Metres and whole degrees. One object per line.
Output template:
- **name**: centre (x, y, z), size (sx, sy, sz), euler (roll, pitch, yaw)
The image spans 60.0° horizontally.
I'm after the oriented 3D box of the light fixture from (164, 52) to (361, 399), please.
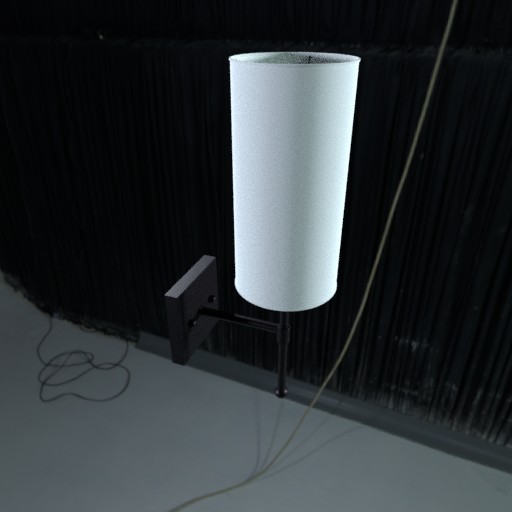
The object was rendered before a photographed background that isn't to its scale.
- **light fixture**: centre (0.000, 0.000, 0.560), size (0.208, 0.462, 0.128), euler (10, 31, 18)
